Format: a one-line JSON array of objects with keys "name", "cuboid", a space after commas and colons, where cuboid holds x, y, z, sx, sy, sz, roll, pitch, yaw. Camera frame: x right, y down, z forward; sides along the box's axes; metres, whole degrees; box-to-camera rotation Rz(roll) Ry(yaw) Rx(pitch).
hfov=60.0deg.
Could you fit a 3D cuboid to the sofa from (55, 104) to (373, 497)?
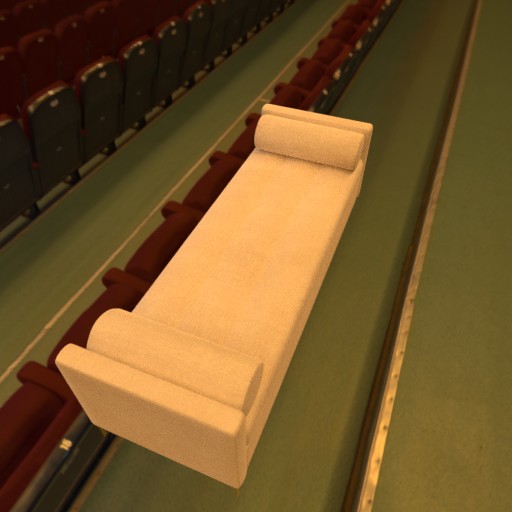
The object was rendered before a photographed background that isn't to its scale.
[{"name": "sofa", "cuboid": [0.000, 0.000, 2.263, 0.686, 0.635, 1.981, 16, 48, 15]}]
